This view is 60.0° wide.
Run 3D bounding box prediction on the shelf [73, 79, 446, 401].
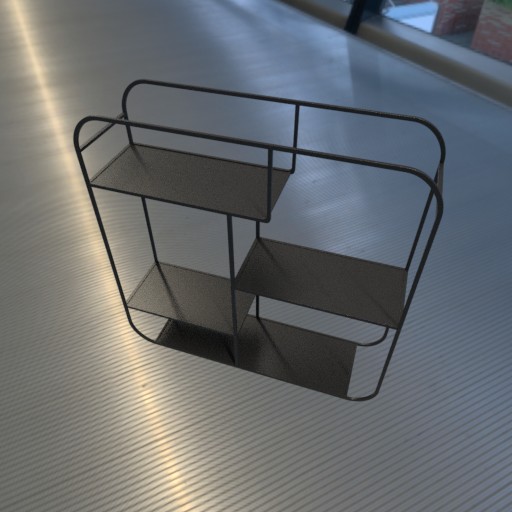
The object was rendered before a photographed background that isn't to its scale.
[{"bbox_3d":[0.000,0.000,0.902,0.600,0.600,0.160,13,44,13],"label":"shelf"}]
